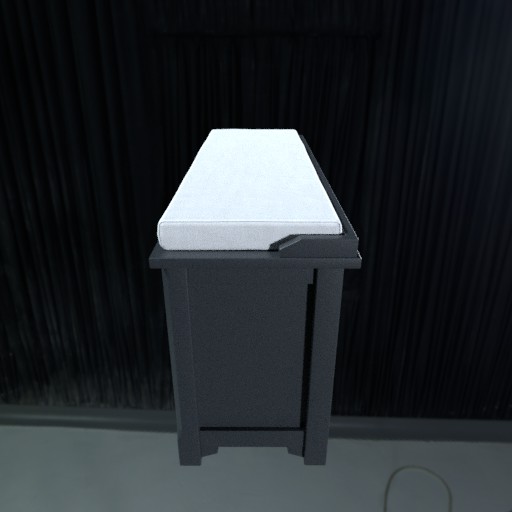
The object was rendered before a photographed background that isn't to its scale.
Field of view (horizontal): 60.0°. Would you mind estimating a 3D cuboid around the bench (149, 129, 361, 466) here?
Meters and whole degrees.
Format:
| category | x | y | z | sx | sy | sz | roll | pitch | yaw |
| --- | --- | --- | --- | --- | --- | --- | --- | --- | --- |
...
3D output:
| category | x | y | z | sx | sy | sz | roll | pitch | yaw |
| --- | --- | --- | --- | --- | --- | --- | --- | --- | --- |
| bench | 0.000 | 0.000 | 1.250 | 0.345 | 0.561 | 0.973 | 0 | 25 | 0 |
